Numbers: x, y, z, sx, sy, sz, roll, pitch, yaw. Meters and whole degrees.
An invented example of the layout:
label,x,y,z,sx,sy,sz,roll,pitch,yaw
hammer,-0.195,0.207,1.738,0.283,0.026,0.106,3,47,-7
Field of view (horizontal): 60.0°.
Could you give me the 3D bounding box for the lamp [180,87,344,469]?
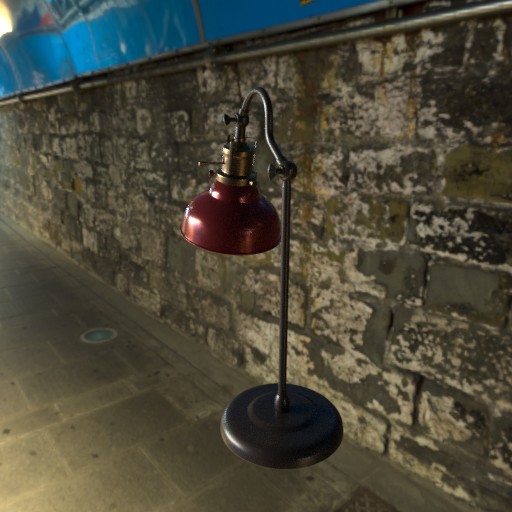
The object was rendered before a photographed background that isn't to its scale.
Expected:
label,x,y,z,sx,sy,sz,roll,pitch,yaw
lamp,0.000,0.000,0.710,0.192,0.508,0.374,-7,17,-25
